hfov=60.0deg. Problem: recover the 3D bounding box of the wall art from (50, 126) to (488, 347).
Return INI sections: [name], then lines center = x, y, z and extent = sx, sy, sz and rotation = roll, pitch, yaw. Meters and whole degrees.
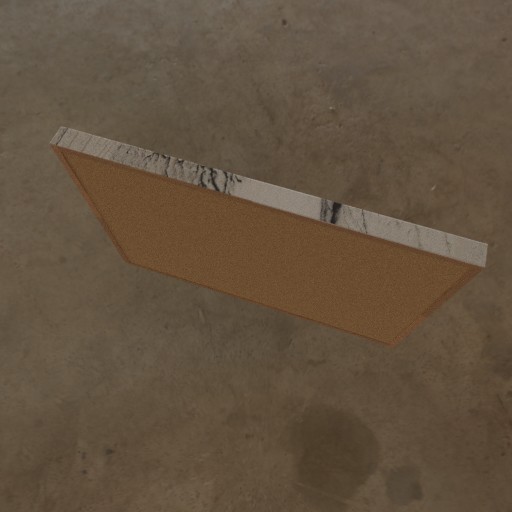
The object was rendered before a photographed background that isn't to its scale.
[wall art]
center = 0.000, 0.000, 0.784
extent = 0.613, 0.407, 0.035
rotation = 17, 66, 8
